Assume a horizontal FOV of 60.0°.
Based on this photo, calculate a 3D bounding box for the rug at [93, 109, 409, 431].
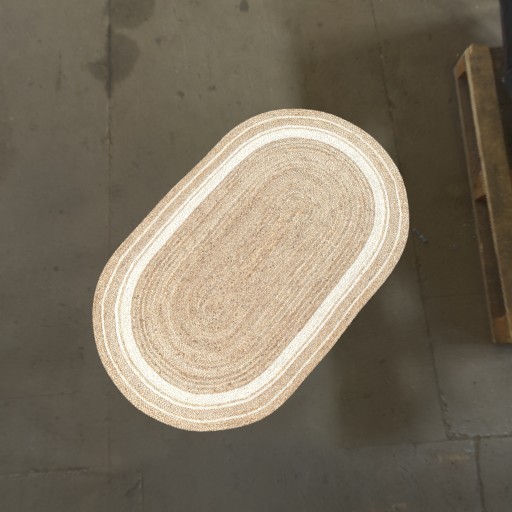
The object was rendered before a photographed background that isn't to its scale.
[{"bbox_3d":[0.000,0.000,2.977,1.520,0.006,2.432,40,79,9],"label":"rug"}]
